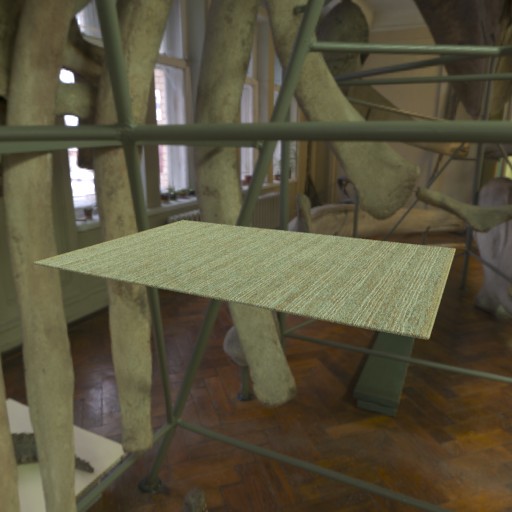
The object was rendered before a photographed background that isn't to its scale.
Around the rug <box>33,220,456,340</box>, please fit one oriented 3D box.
[{"bbox_3d":[0.000,0.000,2.295,1.824,0.010,1.240,8,17,26],"label":"rug"}]
